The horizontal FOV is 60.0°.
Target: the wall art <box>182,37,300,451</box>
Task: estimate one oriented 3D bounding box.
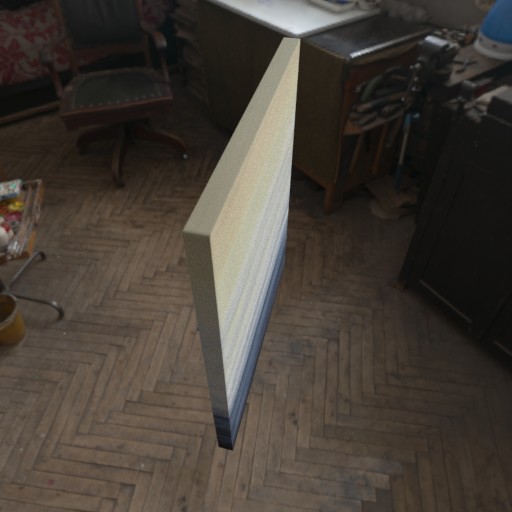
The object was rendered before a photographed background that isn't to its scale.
[{"bbox_3d":[0.000,0.000,0.986,0.041,0.710,0.608,10,48,10],"label":"wall art"}]
